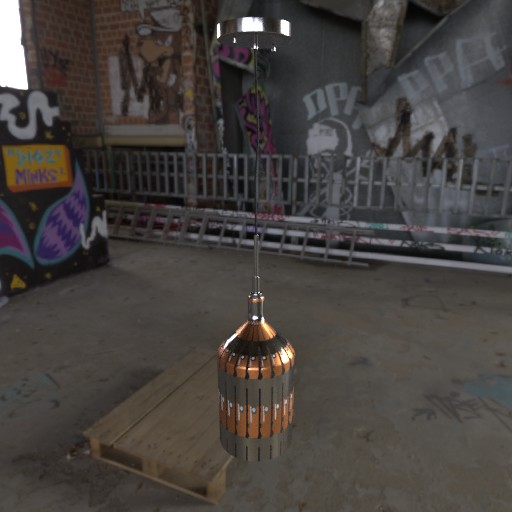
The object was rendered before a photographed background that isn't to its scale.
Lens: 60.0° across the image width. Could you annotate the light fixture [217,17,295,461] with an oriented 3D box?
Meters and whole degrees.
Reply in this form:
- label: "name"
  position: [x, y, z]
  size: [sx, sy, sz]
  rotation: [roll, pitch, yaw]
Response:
- label: "light fixture"
  position: [0.000, 0.000, 1.634]
  size: [0.303, 1.535, 0.303]
  rotation: [0, 14, 0]
